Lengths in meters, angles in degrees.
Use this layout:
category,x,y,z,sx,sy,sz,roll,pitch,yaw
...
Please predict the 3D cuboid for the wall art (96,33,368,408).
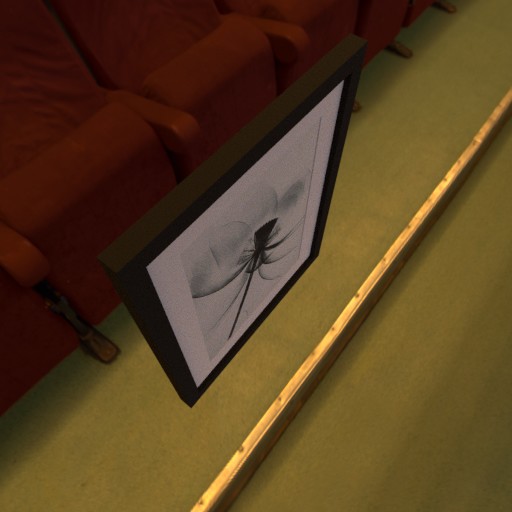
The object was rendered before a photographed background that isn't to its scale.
category,x,y,z,sx,sy,sz,roll,pitch,yaw
wall art,0.000,0.000,0.750,0.029,0.559,0.457,34,64,19
